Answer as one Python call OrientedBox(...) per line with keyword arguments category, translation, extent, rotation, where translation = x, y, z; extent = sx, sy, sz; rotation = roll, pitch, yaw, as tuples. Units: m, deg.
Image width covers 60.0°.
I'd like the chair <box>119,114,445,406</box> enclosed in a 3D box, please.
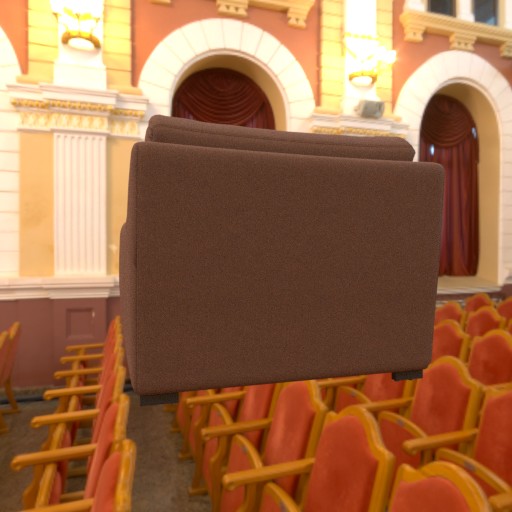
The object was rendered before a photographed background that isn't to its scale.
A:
OrientedBox(category="chair", translation=(0.000, 0.000, 1.977), extent=(1.168, 0.940, 1.143), rotation=(0, 0, -17))
